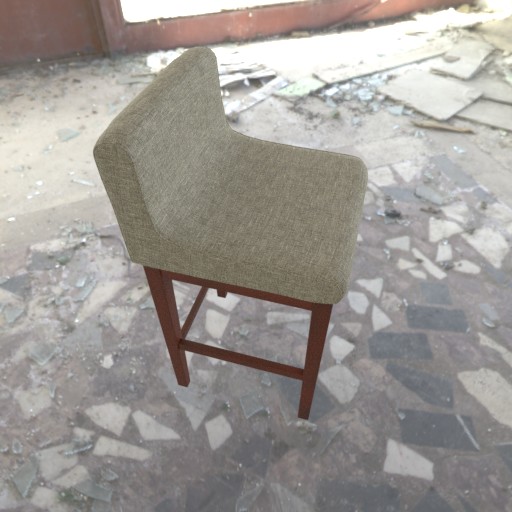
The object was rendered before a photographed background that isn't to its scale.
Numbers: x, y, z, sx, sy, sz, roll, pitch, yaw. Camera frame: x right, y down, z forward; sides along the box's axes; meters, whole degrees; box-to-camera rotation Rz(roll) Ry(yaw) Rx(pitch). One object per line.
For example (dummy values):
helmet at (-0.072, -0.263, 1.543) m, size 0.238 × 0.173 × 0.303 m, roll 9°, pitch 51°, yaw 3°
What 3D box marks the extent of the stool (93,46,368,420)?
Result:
stool at (0.000, 0.000, 1.099) m, size 0.459 × 0.835 × 0.417 m, roll 12°, pitch 47°, yaw 11°
